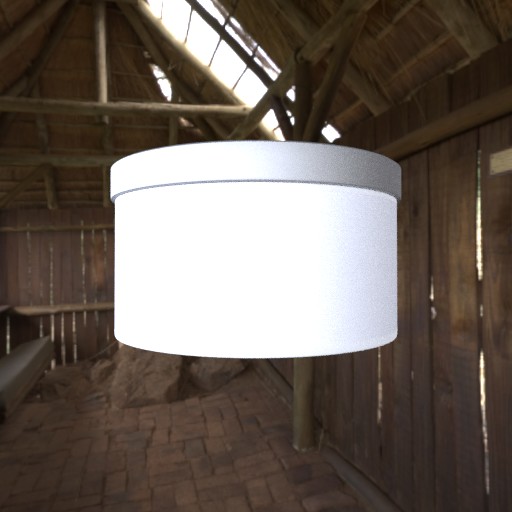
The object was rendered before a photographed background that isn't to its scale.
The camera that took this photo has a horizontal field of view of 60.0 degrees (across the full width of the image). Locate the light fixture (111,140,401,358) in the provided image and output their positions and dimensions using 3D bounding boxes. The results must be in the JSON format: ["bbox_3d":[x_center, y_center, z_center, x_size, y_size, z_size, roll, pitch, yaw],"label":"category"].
[{"bbox_3d":[0.000,0.000,0.630,0.393,0.229,0.393,0,-1,0],"label":"light fixture"}]
